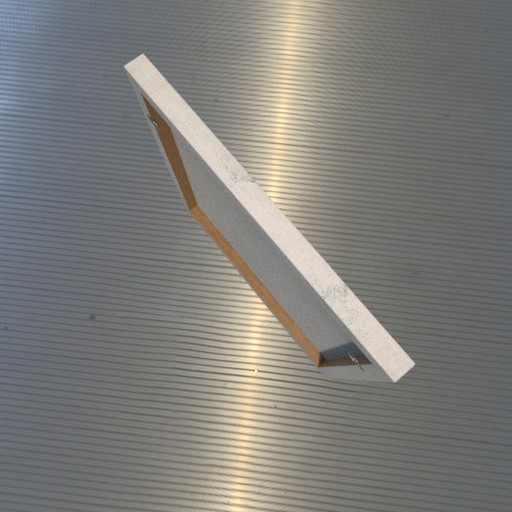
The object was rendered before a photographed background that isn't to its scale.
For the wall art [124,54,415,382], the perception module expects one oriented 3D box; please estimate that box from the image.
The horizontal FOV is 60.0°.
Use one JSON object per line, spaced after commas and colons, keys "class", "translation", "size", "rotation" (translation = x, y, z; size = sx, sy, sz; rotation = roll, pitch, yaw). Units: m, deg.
{"class": "wall art", "translation": [0.000, 0.000, 0.929], "size": [0.040, 0.612, 0.612], "rotation": [-38, 79, -9]}
